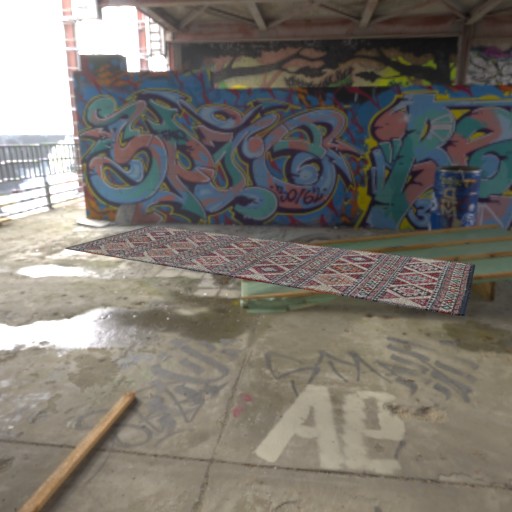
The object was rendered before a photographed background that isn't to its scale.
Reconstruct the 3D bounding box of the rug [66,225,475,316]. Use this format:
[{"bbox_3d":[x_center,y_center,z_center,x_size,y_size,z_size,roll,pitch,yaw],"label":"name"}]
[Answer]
[{"bbox_3d":[0.000,0.000,2.679,2.362,0.008,0.832,8,17,27],"label":"rug"}]
